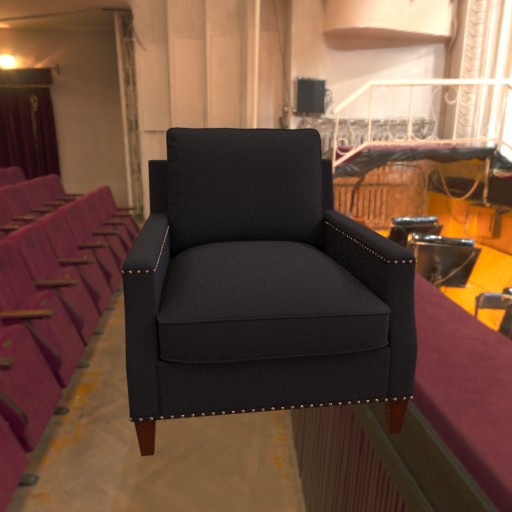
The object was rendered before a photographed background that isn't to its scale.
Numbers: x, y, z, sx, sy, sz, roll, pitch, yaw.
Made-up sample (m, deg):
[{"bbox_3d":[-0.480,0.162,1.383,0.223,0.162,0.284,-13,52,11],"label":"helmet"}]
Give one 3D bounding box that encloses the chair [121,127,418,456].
[{"bbox_3d":[0.000,0.000,1.664,0.853,0.943,1.014,-2,15,-7],"label":"chair"}]
